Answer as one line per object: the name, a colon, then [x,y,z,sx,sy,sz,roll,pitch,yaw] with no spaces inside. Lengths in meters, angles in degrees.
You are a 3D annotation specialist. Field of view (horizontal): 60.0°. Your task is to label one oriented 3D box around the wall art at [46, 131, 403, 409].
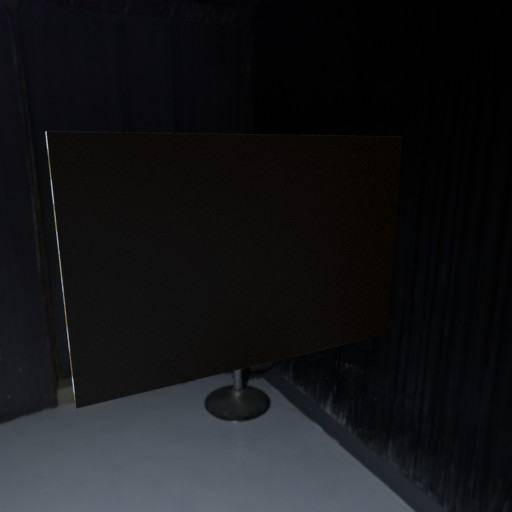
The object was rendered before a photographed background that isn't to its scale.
wall art: [0.000,0.000,1.155,0.932,0.610,0.027,-7,15,-26]
